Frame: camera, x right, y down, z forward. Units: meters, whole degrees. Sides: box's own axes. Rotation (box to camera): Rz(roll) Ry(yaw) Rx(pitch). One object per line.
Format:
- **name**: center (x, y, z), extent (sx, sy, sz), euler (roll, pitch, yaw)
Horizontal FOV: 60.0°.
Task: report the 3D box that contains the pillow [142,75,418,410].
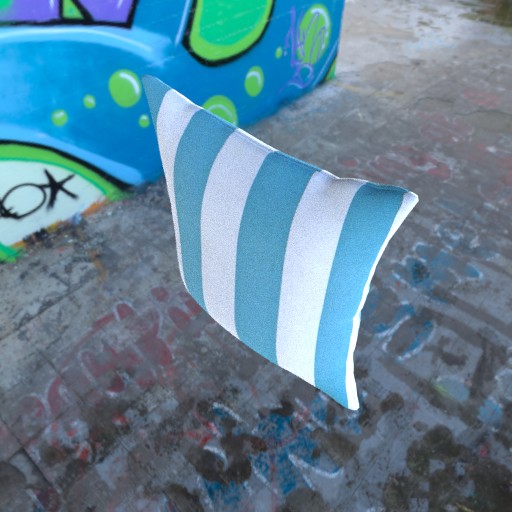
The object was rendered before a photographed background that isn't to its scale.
- **pillow**: center (0.000, 0.000, 0.822), extent (0.536, 0.526, 0.189), euler (32, 53, 28)
